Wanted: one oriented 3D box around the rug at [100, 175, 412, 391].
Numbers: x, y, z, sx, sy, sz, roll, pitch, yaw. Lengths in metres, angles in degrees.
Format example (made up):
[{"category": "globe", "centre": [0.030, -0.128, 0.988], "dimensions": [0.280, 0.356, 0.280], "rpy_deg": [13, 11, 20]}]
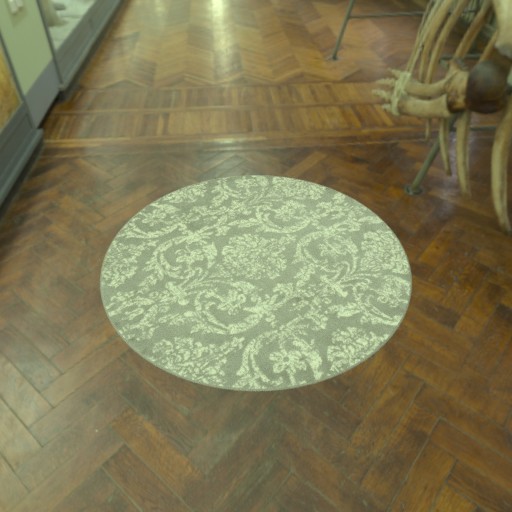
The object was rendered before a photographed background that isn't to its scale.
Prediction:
[{"category": "rug", "centre": [0.000, 0.000, 2.338], "dimensions": [1.593, 0.012, 1.593], "rpy_deg": [0, 42, 0]}]
